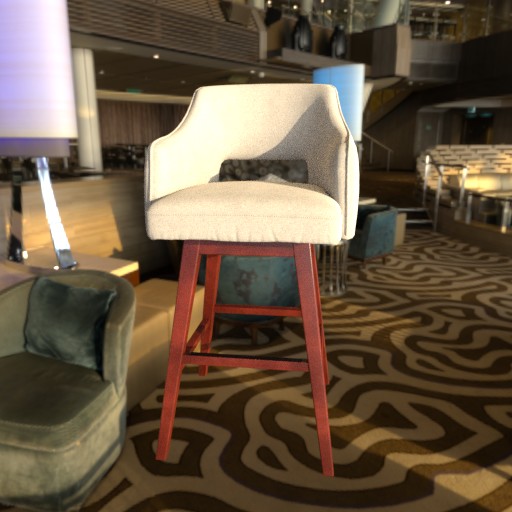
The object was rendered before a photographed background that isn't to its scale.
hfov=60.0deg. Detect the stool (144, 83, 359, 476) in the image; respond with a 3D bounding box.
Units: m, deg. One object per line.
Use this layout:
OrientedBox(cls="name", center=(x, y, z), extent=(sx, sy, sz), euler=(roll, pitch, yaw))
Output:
OrientedBox(cls="stool", center=(0.000, 0.000, 1.301), extent=(0.548, 1.012, 0.558), euler=(2, 14, 7))
